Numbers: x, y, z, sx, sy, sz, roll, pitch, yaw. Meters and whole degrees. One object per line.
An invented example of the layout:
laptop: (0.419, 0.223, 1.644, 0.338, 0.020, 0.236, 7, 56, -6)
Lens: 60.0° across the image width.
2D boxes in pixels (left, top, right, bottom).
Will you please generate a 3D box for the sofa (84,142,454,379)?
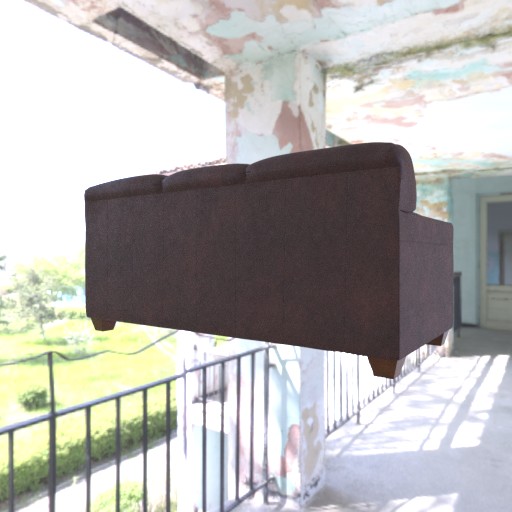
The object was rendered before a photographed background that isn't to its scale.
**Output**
sofa: (0.000, 0.000, 2.629, 2.039, 0.953, 1.008, 0, 0, 35)
